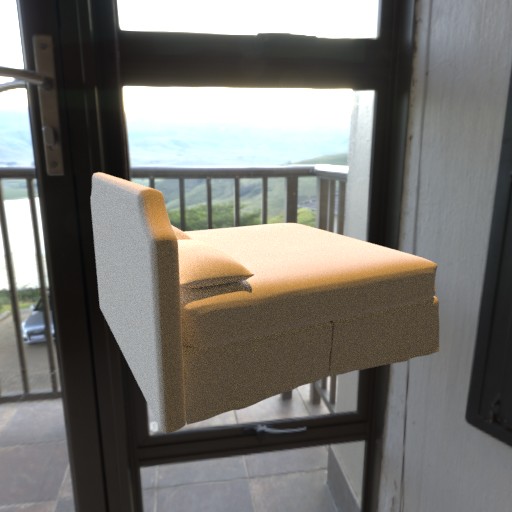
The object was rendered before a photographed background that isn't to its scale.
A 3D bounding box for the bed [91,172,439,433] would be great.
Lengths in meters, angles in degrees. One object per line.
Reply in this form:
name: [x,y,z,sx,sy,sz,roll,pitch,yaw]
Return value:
bed: [0.000,0.000,3.585,2.204,1.301,2.160,-7,15,-26]
